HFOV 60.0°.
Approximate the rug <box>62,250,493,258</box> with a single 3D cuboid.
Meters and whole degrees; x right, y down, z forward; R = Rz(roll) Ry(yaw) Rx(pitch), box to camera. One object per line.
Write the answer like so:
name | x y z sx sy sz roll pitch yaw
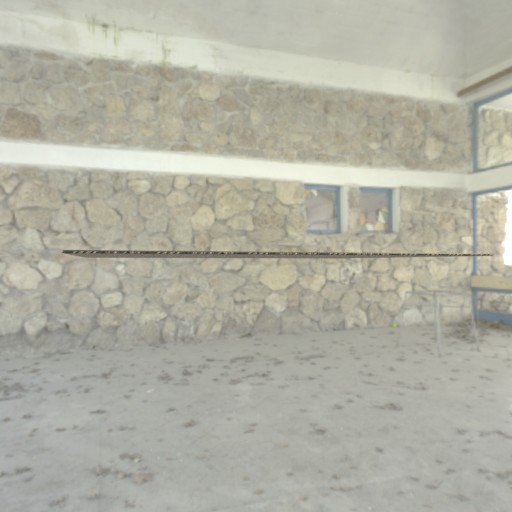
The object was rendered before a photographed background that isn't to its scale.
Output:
rug | 0.000 0.000 3.859 2.902 0.017 2.305 0 -1 -18
